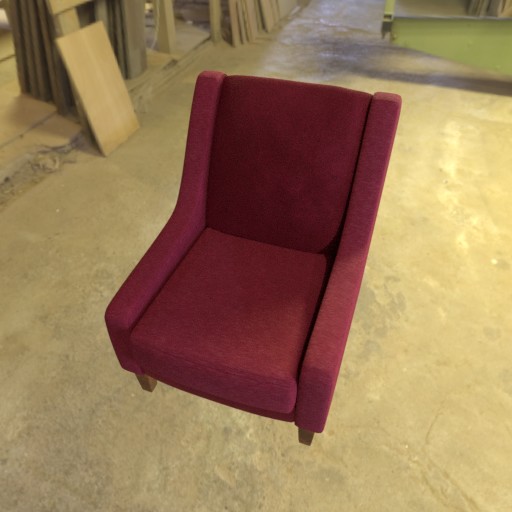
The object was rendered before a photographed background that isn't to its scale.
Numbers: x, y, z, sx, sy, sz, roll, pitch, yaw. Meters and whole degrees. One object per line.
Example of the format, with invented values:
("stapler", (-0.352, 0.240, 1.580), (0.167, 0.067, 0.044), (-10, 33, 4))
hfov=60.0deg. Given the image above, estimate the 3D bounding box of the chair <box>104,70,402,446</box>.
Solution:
("chair", (0.000, 0.000, 1.675), (0.793, 1.017, 0.985), (13, 43, 15))
